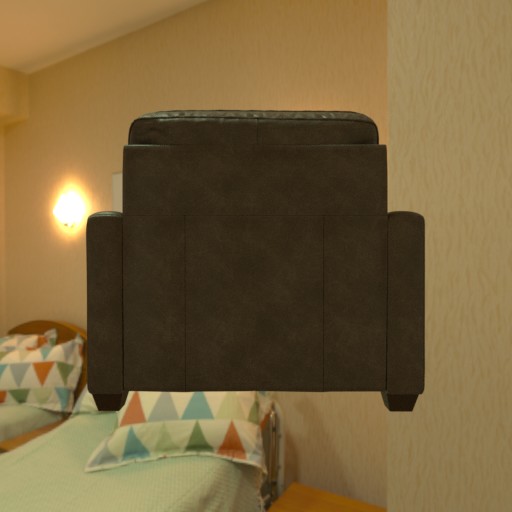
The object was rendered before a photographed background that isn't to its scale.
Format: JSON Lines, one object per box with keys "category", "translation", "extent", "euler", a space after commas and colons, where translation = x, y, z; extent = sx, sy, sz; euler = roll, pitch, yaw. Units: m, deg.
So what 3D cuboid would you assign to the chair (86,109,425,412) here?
{"category": "chair", "translation": [0.000, 0.000, 1.734], "extent": [1.006, 0.916, 0.939], "euler": [0, 0, 0]}
